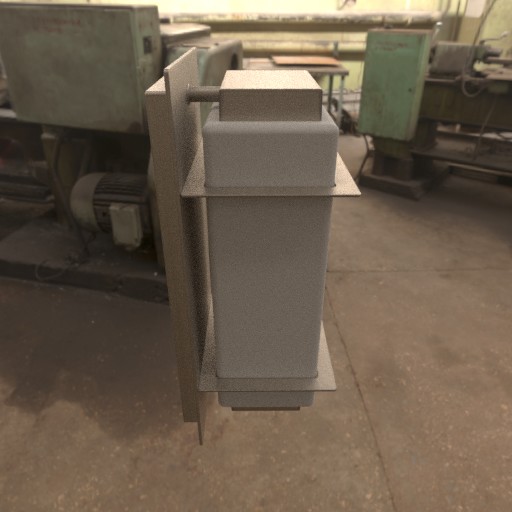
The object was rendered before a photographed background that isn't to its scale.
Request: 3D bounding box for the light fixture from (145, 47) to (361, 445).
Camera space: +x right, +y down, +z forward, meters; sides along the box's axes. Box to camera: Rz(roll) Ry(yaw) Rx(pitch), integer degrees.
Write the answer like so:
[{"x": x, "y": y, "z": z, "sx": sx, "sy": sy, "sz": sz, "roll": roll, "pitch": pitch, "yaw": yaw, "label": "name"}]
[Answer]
[{"x": 0.000, "y": 0.000, "z": 0.460, "sx": 0.160, "sy": 0.380, "sz": 0.168, "roll": 0, "pitch": 30, "yaw": 0, "label": "light fixture"}]
